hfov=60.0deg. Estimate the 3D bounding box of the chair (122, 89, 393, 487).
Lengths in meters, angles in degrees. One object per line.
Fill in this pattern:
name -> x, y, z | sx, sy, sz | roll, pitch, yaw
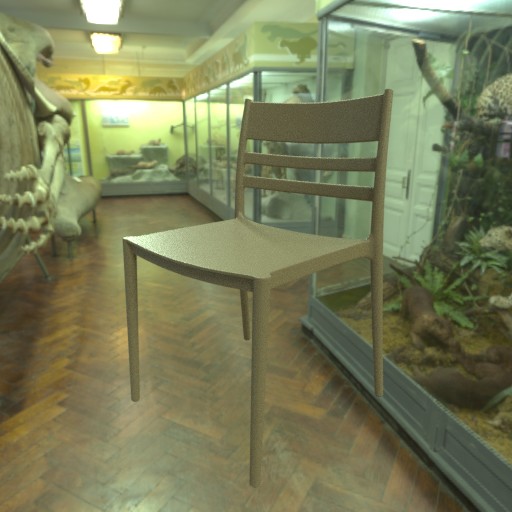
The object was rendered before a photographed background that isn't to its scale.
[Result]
chair -> 0.000, 0.000, 1.131 | 0.531, 0.800, 0.511 | 14, 21, 41
